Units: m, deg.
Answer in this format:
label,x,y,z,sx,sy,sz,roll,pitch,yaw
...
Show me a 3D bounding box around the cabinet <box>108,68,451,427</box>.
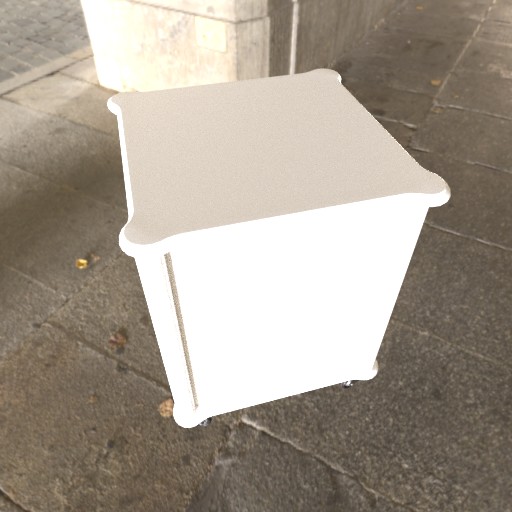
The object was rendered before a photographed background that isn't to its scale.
label,x,y,z,sx,sy,sz,roll,pitch,yaw
cabinet,0.000,0.000,1.251,0.627,0.761,0.628,-11,46,-11
